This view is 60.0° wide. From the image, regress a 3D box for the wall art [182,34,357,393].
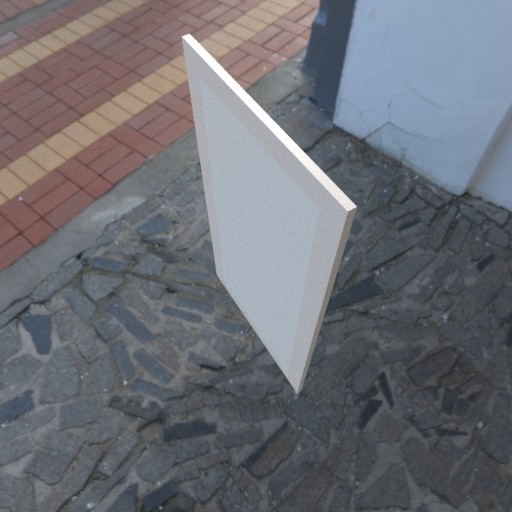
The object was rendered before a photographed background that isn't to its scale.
[{"bbox_3d":[0.000,0.000,0.841,0.013,0.683,0.380,-28,62,-17],"label":"wall art"}]
